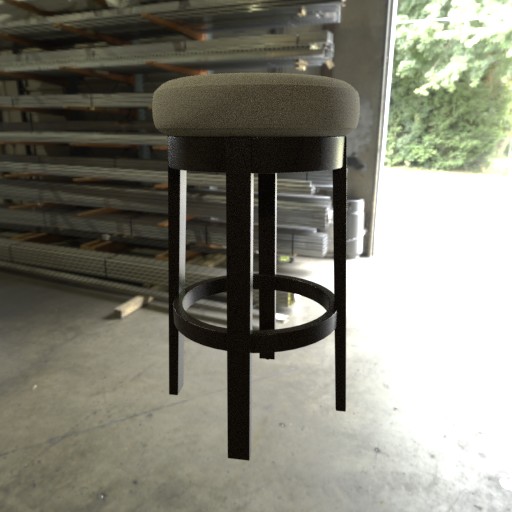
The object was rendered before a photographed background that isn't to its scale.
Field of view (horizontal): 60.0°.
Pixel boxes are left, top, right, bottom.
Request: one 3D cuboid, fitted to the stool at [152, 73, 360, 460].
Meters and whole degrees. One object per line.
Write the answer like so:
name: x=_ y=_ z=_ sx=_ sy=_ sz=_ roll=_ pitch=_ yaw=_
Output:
stool: x=0.000 y=0.000 z=1.023 sx=0.446 sy=0.758 sz=0.446 roll=0 pitch=16 yaw=0
